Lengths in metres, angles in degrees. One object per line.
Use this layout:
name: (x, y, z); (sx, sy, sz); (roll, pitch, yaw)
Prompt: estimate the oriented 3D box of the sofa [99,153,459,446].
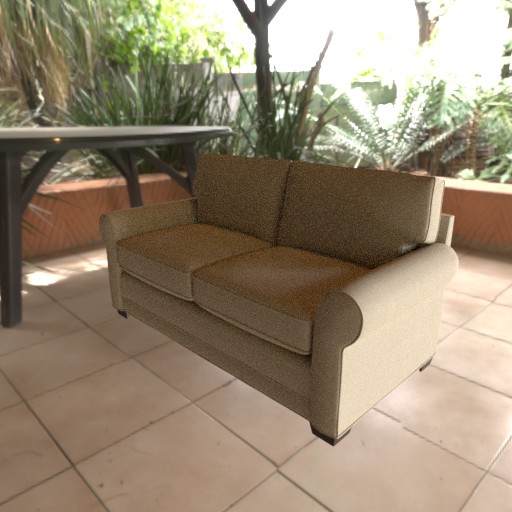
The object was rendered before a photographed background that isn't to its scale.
sofa: (0.000, 0.000, 2.283); (1.774, 0.933, 0.861); (17, 25, 42)
